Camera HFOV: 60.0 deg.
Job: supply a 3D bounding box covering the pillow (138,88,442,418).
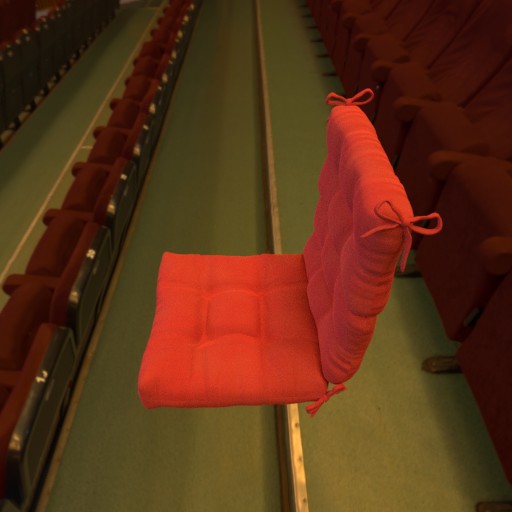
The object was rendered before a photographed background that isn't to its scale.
[{"bbox_3d":[0.000,0.000,1.040,0.571,0.605,0.519,-1,42,-1],"label":"pillow"}]
